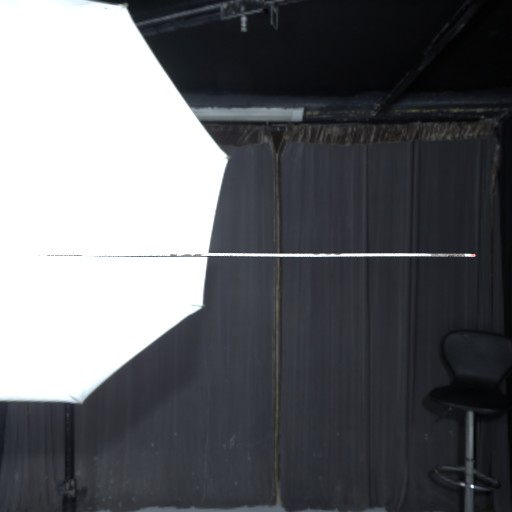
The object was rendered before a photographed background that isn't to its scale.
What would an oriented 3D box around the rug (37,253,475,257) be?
[{"bbox_3d":[0.000,0.000,3.058,2.446,0.017,1.530,0,0,0],"label":"rug"}]
